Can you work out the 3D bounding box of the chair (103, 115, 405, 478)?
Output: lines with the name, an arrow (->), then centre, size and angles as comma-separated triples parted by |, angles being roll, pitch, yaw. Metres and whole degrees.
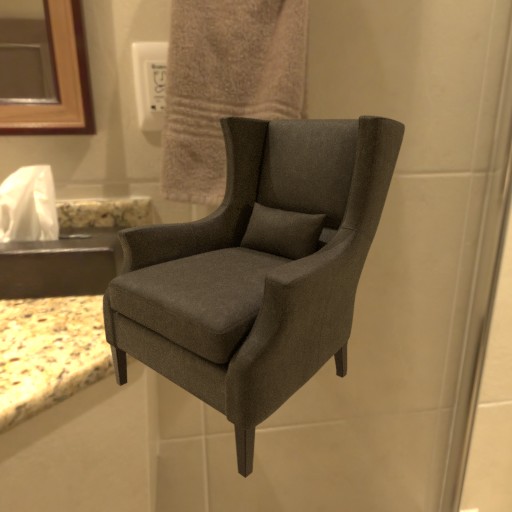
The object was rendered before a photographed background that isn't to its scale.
chair -> 0.000, 0.000, 1.682 | 0.853, 1.016, 0.926 | 15, 23, 41
